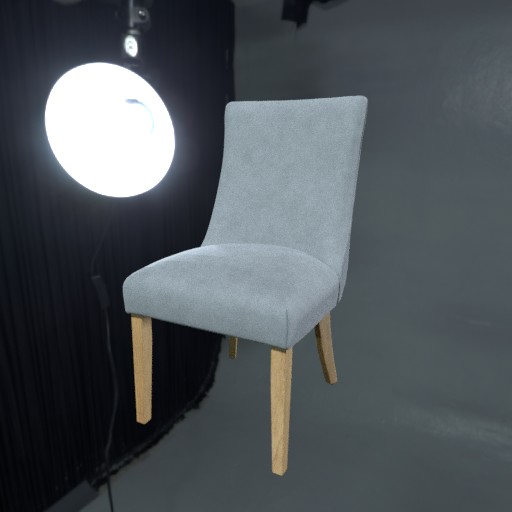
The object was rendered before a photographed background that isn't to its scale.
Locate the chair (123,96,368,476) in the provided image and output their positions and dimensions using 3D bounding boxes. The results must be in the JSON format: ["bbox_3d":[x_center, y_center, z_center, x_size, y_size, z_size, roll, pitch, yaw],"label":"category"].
[{"bbox_3d":[0.000,0.000,1.286,0.495,0.902,0.610,8,16,27],"label":"chair"}]
